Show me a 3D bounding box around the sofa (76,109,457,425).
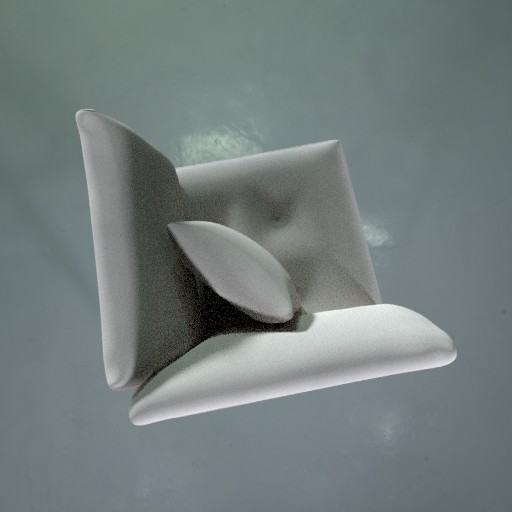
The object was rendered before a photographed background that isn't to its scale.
[{"bbox_3d":[0.000,0.000,1.701,1.000,0.820,1.000,-11,77,-2],"label":"sofa"}]
